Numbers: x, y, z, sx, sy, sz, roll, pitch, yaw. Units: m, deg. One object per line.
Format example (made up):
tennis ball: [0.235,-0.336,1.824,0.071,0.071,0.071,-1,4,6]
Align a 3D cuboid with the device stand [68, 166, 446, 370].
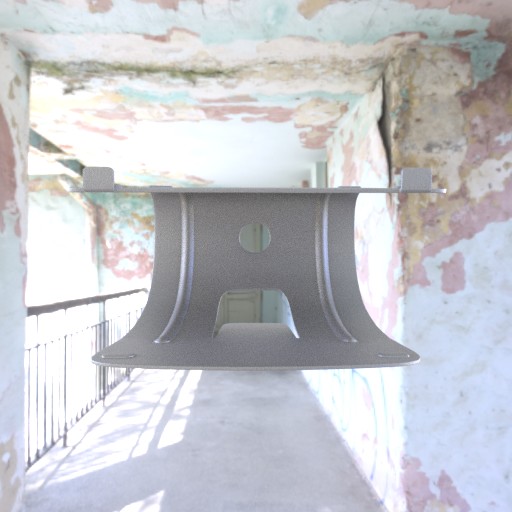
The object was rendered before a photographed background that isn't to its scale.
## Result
device stand: [0.000,0.000,0.404,0.256,0.155,0.236,0,-1,-1]
